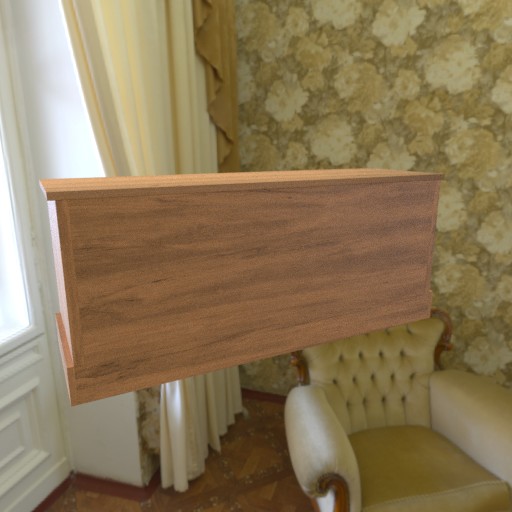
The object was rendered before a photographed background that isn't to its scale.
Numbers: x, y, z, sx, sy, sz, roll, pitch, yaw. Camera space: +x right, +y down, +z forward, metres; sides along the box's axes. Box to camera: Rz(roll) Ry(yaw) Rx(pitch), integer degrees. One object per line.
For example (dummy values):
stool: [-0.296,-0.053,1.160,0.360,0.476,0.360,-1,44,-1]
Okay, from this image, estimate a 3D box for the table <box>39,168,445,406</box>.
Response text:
table: [0.000,0.000,1.434,1.200,0.510,0.400,-7,16,-26]
